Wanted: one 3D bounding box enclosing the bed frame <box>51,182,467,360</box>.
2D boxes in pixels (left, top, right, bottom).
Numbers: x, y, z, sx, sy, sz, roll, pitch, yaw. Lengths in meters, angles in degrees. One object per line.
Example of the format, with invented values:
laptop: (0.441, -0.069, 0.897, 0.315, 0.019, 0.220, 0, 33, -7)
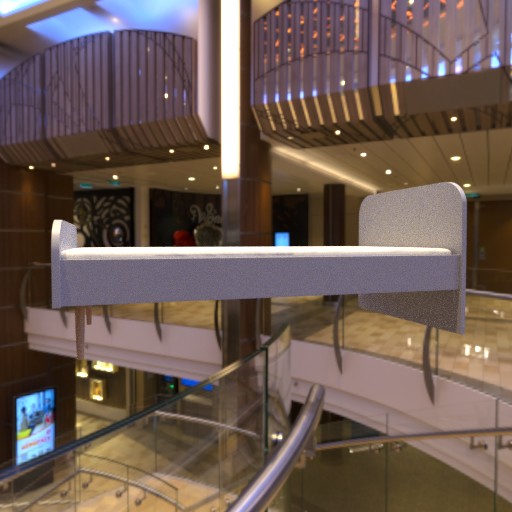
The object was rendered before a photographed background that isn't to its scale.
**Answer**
bed frame: (0.000, 0.000, 2.460, 1.963, 0.805, 0.998, -1, 2, -18)
